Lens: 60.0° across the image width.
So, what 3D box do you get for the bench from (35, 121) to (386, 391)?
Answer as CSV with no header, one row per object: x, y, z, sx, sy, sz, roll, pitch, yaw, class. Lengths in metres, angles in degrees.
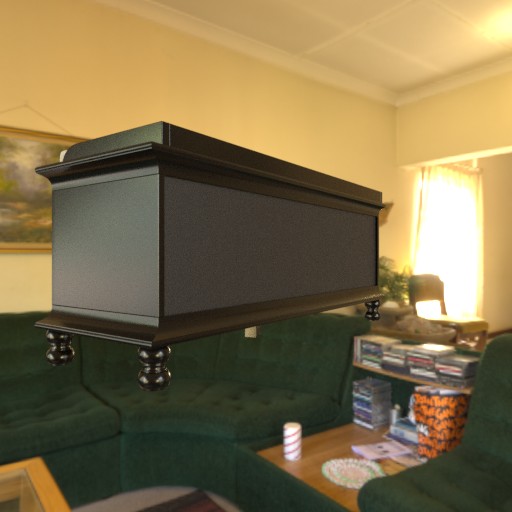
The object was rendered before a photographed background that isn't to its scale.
0.000,0.000,1.383,0.402,0.501,1.185,0,0,36,bench
